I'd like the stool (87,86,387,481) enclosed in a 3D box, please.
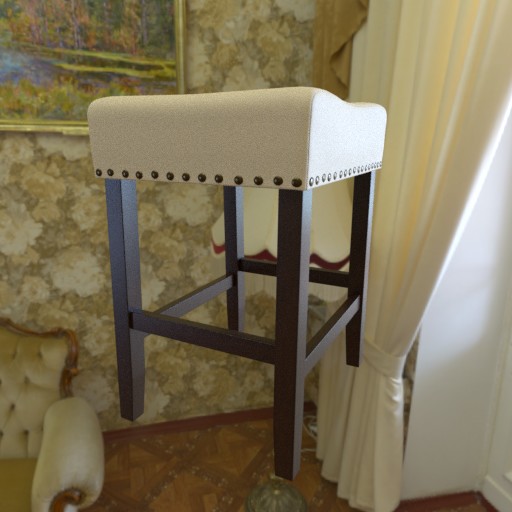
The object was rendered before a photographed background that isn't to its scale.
[{"bbox_3d":[0.000,0.000,0.916,0.401,0.609,0.471,8,17,26],"label":"stool"}]
